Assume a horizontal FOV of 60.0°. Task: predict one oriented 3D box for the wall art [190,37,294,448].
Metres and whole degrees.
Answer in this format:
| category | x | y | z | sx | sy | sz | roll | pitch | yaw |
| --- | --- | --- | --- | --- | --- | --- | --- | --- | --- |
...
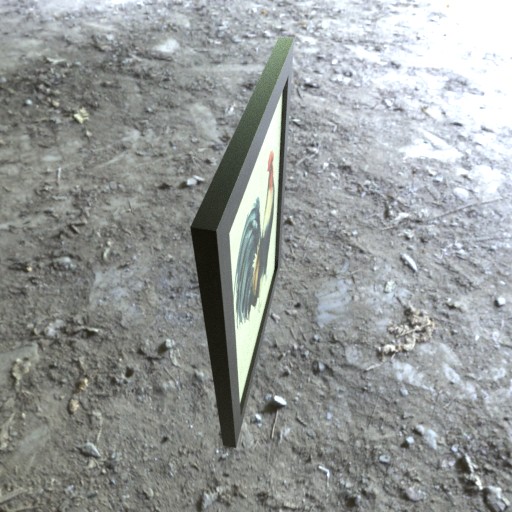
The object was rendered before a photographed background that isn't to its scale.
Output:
| category | x | y | z | sx | sy | sz | roll | pitch | yaw |
| --- | --- | --- | --- | --- | --- | --- | --- | --- | --- |
| wall art | 0.000 | 0.000 | 0.803 | 0.027 | 0.580 | 0.479 | 9 | 48 | 8 |
